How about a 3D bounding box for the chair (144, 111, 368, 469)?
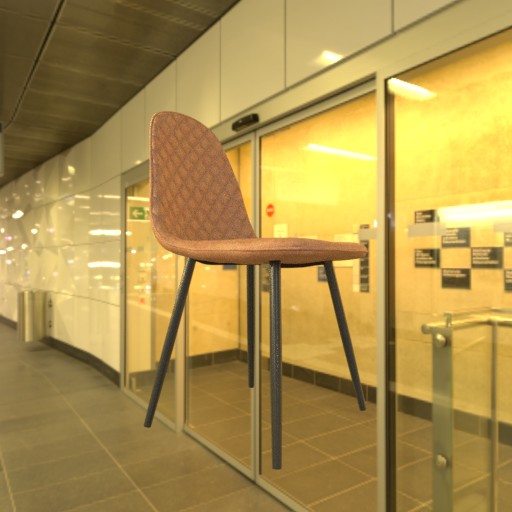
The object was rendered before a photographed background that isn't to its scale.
[{"bbox_3d":[0.000,0.000,1.230,0.561,0.889,0.472,-1,-1,36],"label":"chair"}]
